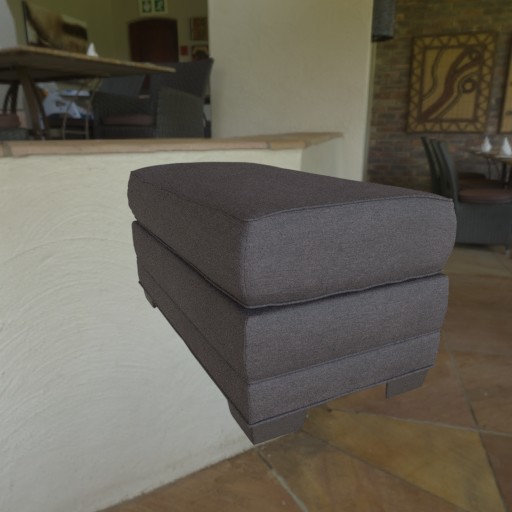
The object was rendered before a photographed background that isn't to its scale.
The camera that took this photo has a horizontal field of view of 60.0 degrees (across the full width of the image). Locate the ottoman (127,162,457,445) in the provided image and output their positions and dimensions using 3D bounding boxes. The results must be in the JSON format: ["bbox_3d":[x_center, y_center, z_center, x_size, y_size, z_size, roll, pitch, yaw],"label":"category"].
[{"bbox_3d":[0.000,0.000,1.163,0.490,0.448,0.864,-8,18,-26],"label":"ottoman"}]
